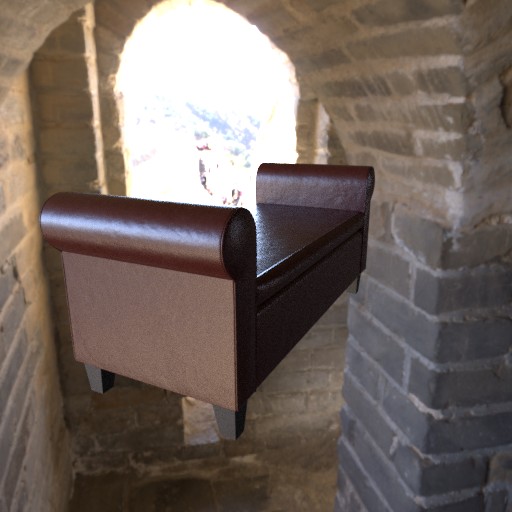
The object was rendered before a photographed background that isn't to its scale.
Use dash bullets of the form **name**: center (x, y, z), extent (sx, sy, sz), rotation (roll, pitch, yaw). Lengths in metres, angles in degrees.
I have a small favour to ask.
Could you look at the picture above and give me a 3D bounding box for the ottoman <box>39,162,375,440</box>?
- **ottoman**: center (0.000, 0.000, 1.522), extent (0.521, 0.547, 1.256), rotation (8, 18, 26)
